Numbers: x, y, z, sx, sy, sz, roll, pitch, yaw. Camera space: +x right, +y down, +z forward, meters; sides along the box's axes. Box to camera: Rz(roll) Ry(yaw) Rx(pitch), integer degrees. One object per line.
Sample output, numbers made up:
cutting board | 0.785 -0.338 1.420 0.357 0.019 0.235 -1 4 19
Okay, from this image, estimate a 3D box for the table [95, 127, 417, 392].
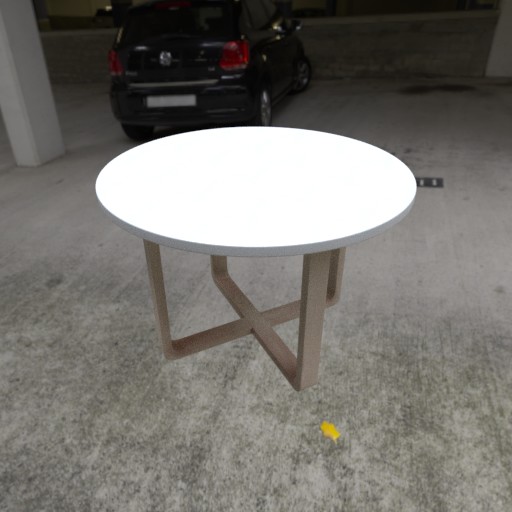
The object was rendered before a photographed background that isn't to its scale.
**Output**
table | 0.000 0.000 0.970 0.600 0.400 0.600 0 32 0
